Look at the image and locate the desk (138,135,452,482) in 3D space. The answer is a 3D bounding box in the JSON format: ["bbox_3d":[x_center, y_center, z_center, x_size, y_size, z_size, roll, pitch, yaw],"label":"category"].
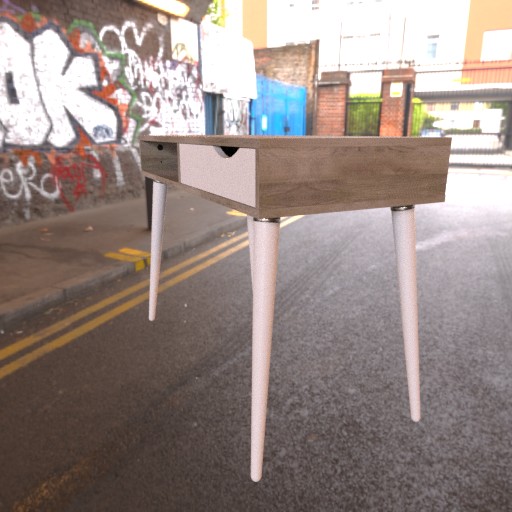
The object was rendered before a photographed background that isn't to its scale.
[{"bbox_3d":[0.000,0.000,1.384,0.491,0.723,0.979,-8,17,-25],"label":"desk"}]
